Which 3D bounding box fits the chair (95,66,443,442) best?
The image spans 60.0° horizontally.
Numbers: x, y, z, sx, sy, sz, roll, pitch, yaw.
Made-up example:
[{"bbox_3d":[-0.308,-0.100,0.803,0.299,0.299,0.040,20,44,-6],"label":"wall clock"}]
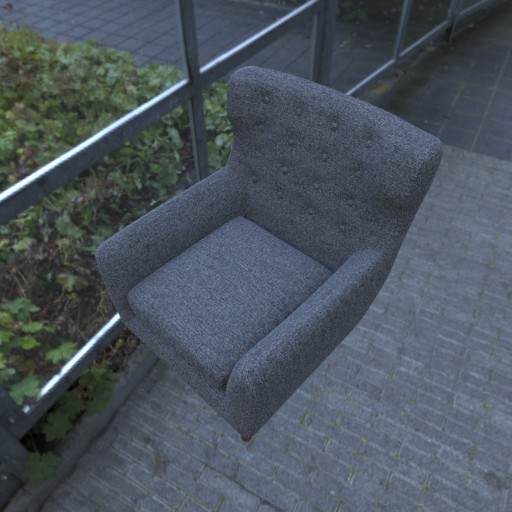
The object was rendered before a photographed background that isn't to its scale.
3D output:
[{"bbox_3d":[0.000,0.000,1.743,0.889,1.039,0.940,34,55,28],"label":"chair"}]
